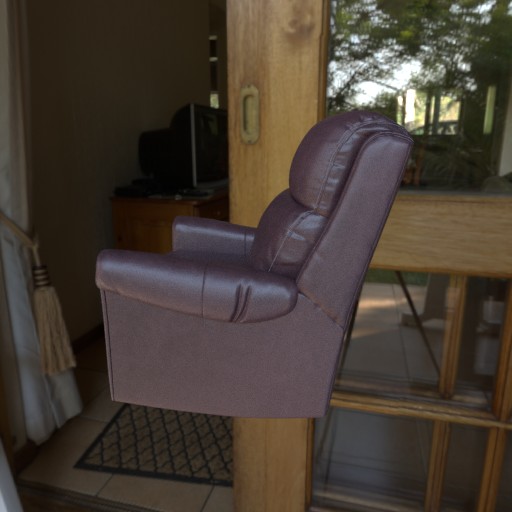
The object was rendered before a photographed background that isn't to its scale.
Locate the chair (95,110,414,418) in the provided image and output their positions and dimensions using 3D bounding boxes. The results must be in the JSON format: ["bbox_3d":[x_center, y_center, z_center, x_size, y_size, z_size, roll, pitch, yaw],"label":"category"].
[{"bbox_3d":[0.000,0.000,1.747,1.014,1.054,0.838,2,14,10],"label":"chair"}]
